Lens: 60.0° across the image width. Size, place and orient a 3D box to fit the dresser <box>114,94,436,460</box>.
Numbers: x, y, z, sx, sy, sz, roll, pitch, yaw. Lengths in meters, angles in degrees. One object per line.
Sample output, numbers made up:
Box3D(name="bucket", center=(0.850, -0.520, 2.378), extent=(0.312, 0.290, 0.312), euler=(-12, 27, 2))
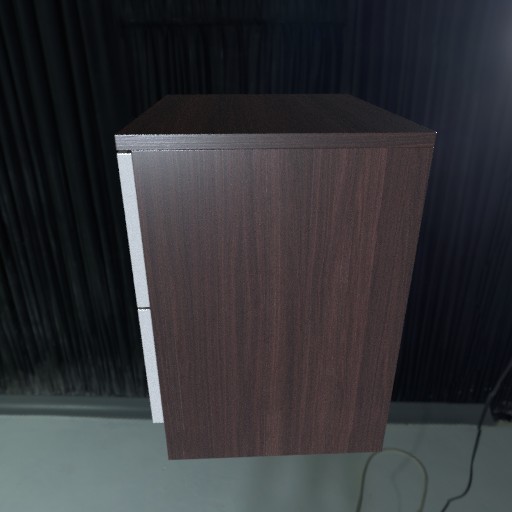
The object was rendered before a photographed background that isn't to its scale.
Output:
Box3D(name="dresser", center=(0.000, 0.000, 0.738), extent=(0.360, 0.470, 0.400), euler=(-1, 26, -2))
